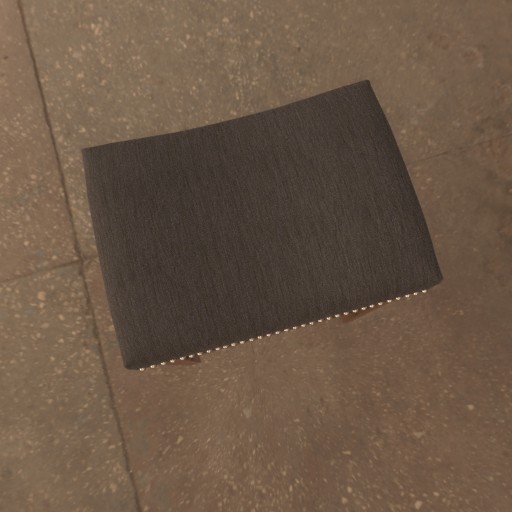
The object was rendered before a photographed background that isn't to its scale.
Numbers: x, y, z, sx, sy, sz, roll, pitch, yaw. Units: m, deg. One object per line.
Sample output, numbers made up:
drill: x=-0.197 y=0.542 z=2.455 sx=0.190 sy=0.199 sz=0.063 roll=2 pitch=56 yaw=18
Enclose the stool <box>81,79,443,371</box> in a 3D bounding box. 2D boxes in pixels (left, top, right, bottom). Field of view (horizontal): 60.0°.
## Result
stool: x=0.000 y=0.000 z=0.979 sx=0.504 sy=0.654 sz=0.372 roll=-15 pitch=77 yaw=-3
